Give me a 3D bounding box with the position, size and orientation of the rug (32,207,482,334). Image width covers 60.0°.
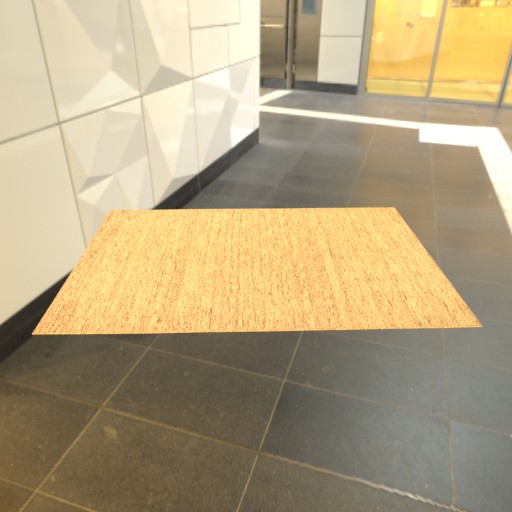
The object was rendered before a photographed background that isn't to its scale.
[{"bbox_3d":[0.000,0.000,2.341,1.840,0.013,1.225,-1,30,-1],"label":"rug"}]
